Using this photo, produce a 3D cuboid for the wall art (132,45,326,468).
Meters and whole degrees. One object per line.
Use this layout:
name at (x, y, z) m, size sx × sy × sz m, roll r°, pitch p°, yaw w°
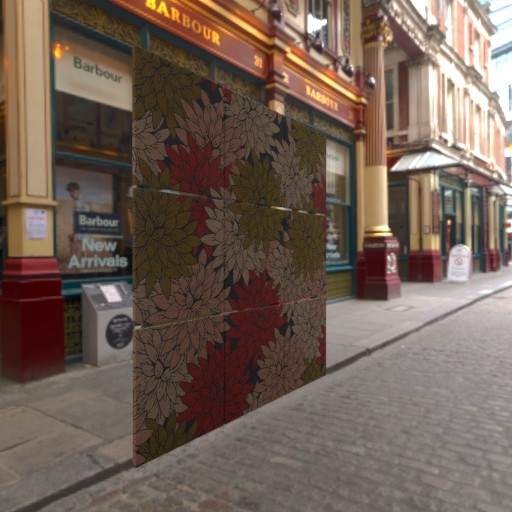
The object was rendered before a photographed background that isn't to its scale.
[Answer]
wall art at (0.000, 0.000, 1.767) m, size 0.013 × 1.218 × 1.206 m, roll 0°, pitch 0°, yaw 36°
